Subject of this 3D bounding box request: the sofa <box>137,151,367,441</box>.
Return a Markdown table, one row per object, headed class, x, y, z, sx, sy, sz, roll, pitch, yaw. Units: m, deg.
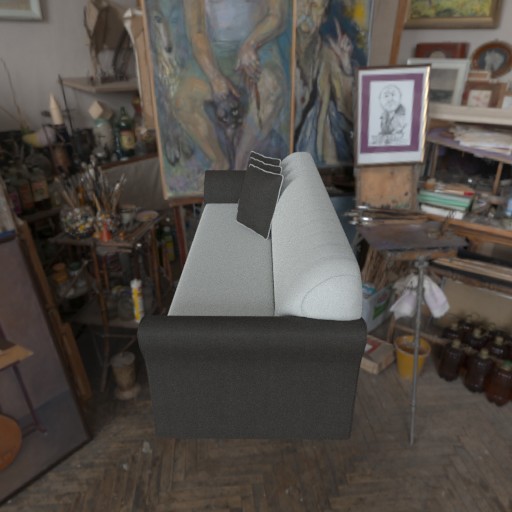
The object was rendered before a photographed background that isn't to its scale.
| class | x | y | z | sx | sy | sz | roll | pitch | yaw |
| --- | --- | --- | --- | --- | --- | --- | --- | --- | --- |
| sofa | 0.000 | 0.000 | 2.421 | 0.755 | 0.787 | 2.001 | 0 | 26 | 1 |
